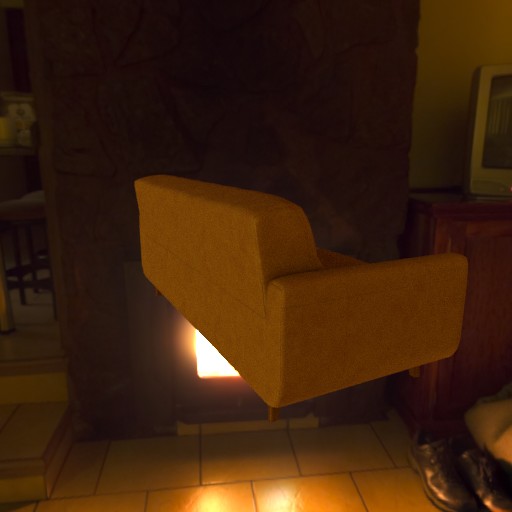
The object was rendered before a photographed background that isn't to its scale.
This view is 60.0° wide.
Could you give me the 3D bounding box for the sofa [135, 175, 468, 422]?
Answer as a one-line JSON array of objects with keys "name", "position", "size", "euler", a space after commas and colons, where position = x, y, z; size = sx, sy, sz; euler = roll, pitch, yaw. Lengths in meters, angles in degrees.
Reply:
[{"name": "sofa", "position": [0.000, 0.000, 2.624], "size": [0.980, 0.892, 2.137], "euler": [-7, 15, -26]}]
